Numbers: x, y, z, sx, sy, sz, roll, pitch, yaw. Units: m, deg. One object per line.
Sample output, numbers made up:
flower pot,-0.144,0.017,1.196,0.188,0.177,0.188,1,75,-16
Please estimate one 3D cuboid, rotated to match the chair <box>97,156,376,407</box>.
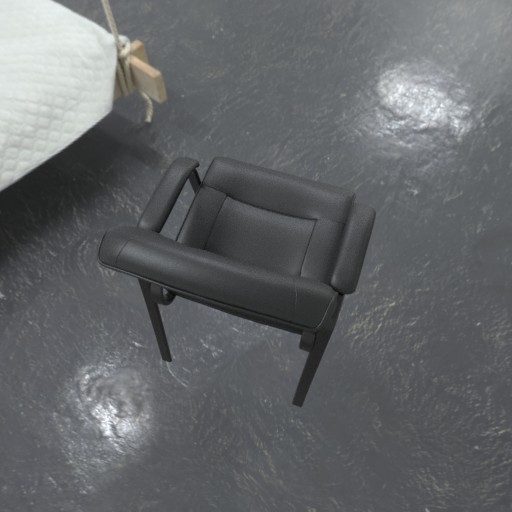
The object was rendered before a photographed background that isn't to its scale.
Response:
chair,0.000,0.000,1.328,0.591,0.910,0.668,16,63,9
